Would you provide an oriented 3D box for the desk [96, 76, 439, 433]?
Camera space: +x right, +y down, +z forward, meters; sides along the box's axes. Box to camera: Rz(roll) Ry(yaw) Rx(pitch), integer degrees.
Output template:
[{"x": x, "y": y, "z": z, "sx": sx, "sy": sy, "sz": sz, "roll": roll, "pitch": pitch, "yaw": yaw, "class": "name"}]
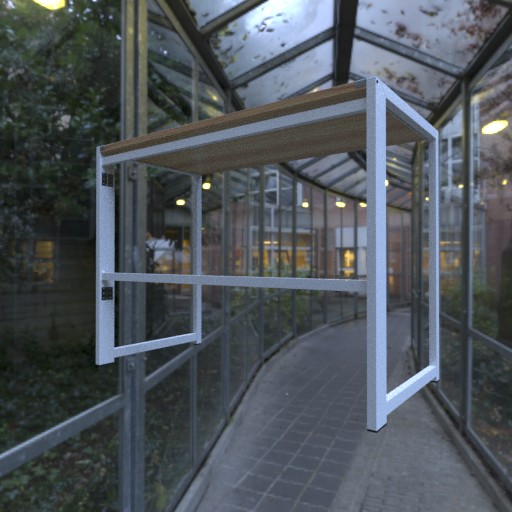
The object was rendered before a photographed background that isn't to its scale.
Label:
[{"x": 0.000, "y": 0.000, "z": 1.449, "sx": 1.016, "sy": 0.762, "sz": 0.508, "roll": 0, "pitch": -1, "yaw": 36, "class": "desk"}]
